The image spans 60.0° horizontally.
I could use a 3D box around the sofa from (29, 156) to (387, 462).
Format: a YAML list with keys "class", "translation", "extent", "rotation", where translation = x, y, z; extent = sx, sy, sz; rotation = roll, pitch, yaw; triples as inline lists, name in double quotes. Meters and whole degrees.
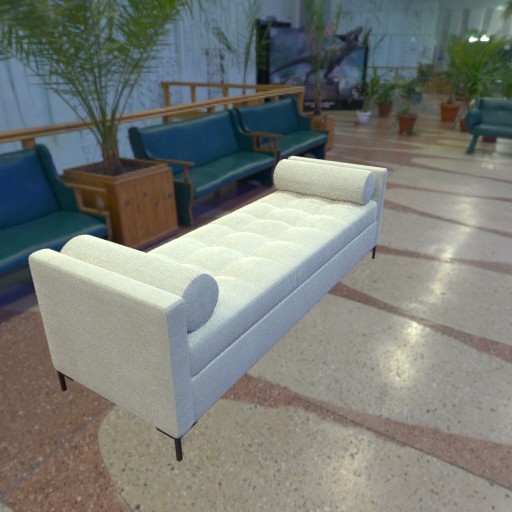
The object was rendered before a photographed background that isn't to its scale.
- class: "sofa"
  translation: [0.000, 0.000, 2.297]
  extent: [0.686, 0.635, 1.981]
  rotation: [15, 29, 30]
